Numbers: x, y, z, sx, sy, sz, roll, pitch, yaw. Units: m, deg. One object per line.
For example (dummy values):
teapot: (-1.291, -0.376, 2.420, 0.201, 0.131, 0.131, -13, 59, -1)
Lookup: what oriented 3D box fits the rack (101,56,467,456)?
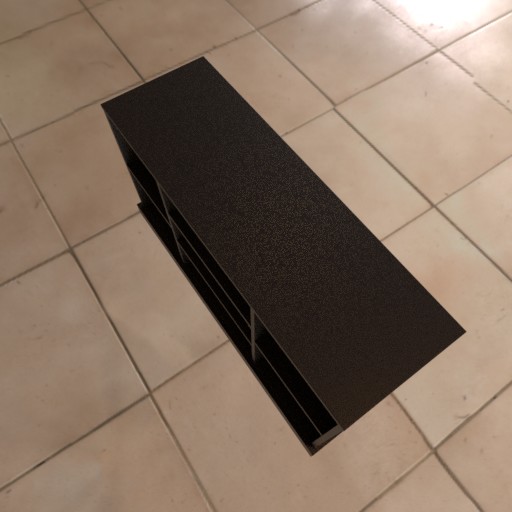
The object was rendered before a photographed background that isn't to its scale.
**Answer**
rack: (0.000, 0.000, 1.505, 0.399, 0.635, 1.206, -32, 67, -15)
